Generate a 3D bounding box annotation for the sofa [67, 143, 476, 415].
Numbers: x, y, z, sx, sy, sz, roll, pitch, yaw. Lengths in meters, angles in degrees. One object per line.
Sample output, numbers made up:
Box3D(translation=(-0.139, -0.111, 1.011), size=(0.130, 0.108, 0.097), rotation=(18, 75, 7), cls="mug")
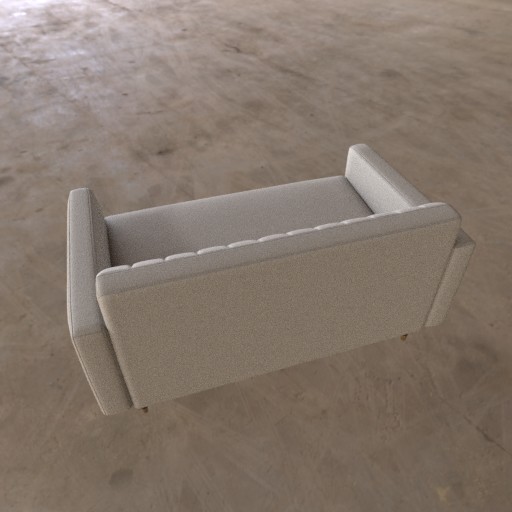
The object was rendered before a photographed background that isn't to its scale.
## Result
Box3D(translation=(0.000, 0.000, 2.096), size=(1.585, 0.801, 0.950), rotation=(-12, 42, -13), cls="sofa")
